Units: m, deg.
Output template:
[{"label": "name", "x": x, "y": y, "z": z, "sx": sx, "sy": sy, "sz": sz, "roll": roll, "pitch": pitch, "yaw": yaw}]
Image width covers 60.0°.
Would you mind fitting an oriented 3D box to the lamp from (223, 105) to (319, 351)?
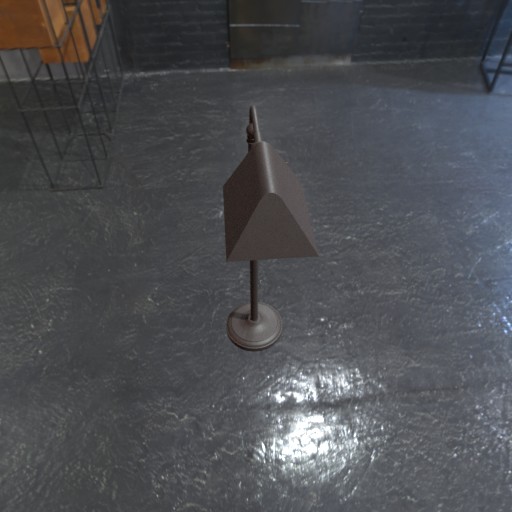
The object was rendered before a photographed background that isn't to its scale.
[{"label": "lamp", "x": 0.000, "y": 0.000, "z": 0.959, "sx": 0.159, "sy": 0.708, "sz": 0.545, "roll": -3, "pitch": 46, "yaw": -3}]
